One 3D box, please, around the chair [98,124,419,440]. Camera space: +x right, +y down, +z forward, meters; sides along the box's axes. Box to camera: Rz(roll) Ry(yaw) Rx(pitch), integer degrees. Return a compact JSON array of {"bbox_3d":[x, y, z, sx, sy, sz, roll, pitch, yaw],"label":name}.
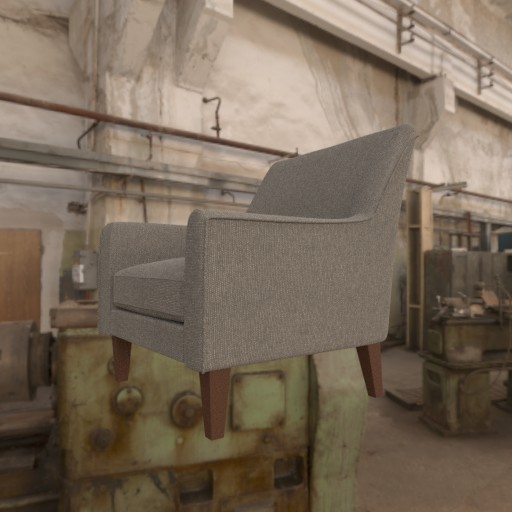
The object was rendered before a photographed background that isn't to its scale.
[{"bbox_3d":[0.000,0.000,1.604,0.899,0.919,0.780,1,-1,-36],"label":"chair"}]
